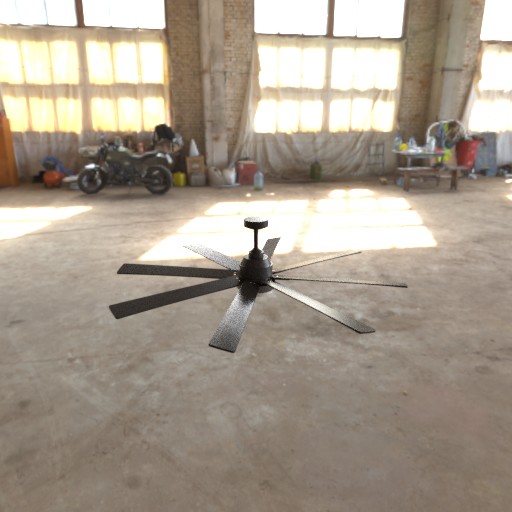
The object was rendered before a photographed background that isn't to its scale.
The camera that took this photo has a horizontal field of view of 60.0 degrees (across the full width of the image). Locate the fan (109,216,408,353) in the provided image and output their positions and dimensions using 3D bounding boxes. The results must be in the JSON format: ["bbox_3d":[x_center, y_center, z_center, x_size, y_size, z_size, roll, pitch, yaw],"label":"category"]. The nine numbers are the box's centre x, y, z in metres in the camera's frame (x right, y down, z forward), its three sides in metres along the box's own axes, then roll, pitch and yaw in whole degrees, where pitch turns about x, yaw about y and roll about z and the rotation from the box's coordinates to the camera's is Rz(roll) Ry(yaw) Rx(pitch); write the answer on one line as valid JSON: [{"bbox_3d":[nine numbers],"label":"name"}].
[{"bbox_3d":[0.000,0.000,2.757,1.830,0.472,1.830,3,18,9],"label":"fan"}]
